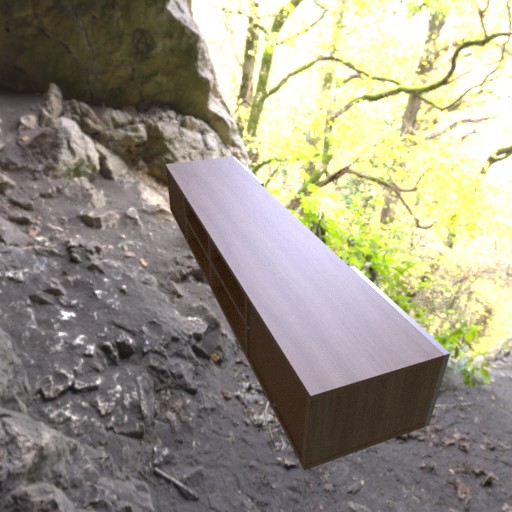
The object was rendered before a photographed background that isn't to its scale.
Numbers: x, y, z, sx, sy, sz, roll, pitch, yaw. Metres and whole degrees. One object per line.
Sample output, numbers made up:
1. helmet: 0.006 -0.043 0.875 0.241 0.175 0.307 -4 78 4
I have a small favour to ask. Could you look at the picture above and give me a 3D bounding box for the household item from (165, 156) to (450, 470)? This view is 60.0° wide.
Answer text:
1. household item: 0.000 0.000 1.957 0.420 0.310 1.850 -11 32 -18
